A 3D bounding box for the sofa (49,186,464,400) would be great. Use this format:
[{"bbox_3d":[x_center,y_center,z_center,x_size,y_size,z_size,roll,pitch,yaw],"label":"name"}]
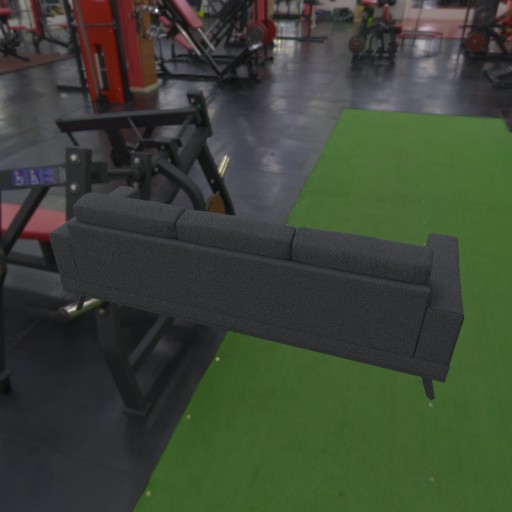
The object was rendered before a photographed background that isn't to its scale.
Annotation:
[{"bbox_3d":[0.000,0.000,2.747,2.310,0.810,0.920,11,34,16],"label":"sofa"}]
